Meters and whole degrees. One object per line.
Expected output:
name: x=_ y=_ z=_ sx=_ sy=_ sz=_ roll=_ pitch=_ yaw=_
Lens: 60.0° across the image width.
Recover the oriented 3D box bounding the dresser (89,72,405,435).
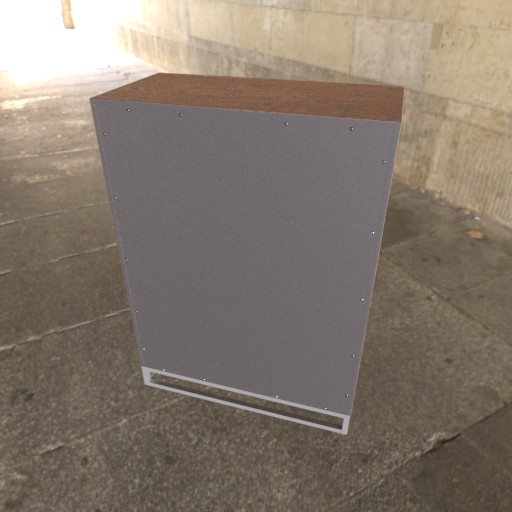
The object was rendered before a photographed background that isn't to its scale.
dresser: x=0.000 y=0.000 z=1.857 sx=0.965 sy=1.321 sz=0.508 roll=9 pitch=33 yaw=14
